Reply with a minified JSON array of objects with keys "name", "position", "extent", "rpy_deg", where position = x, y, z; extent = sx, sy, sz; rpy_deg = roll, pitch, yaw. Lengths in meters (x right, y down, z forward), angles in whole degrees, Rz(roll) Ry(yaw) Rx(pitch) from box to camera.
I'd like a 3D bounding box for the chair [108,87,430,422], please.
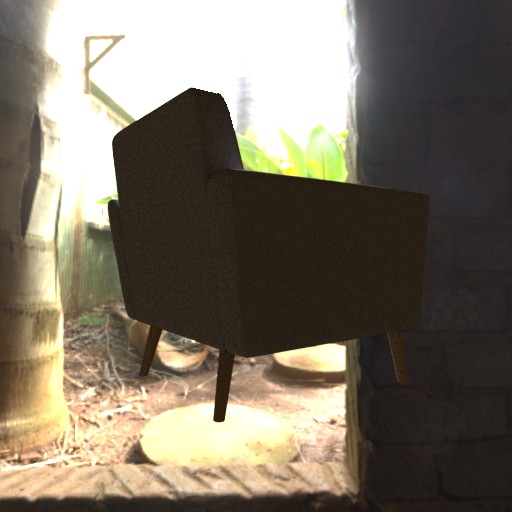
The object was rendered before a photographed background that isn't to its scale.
[{"name":"chair","position":[0.000,0.000,1.421],"extent":[0.750,0.780,0.780],"rpy_deg":[-1,1,-36]}]
